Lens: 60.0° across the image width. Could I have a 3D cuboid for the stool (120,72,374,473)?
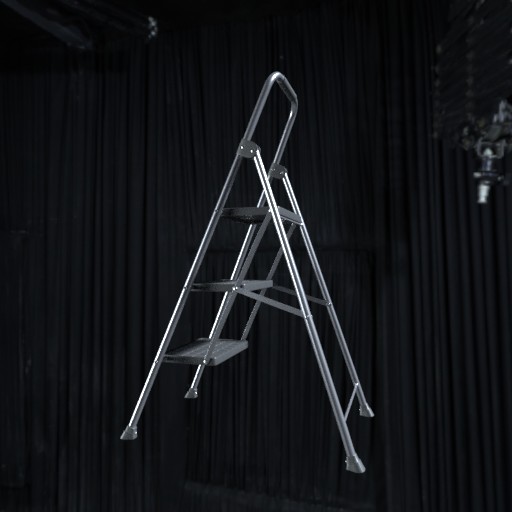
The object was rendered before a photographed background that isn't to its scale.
[{"bbox_3d":[0.000,0.000,1.474,0.733,1.121,0.473,0,-1,18],"label":"stool"}]
